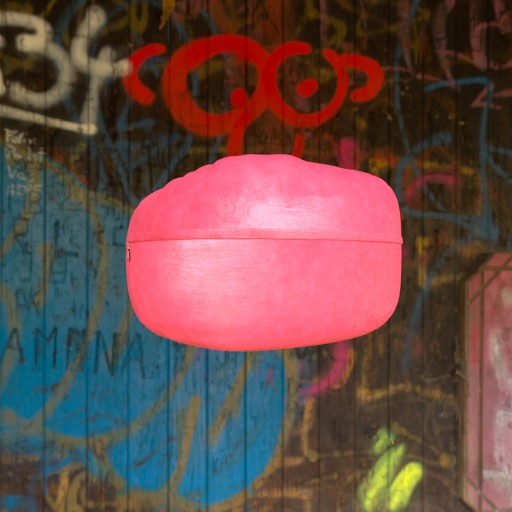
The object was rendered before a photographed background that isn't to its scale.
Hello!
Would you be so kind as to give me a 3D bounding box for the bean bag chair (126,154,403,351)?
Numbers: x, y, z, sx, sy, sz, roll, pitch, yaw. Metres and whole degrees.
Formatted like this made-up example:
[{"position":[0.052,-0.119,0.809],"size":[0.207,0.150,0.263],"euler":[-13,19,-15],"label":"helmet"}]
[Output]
[{"position":[0.000,0.000,2.525],"size":[1.524,0.878,1.524],"euler":[0,0,-37],"label":"bean bag chair"}]
